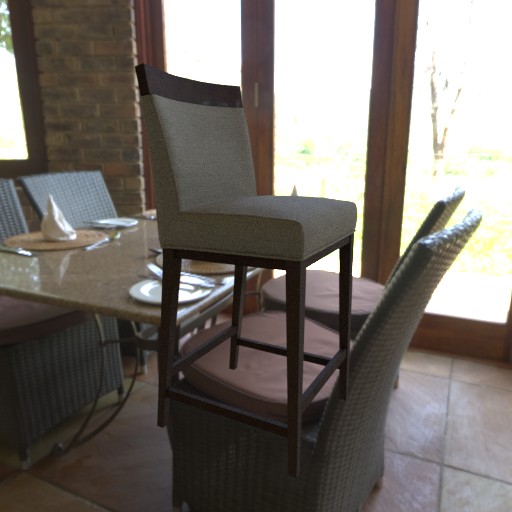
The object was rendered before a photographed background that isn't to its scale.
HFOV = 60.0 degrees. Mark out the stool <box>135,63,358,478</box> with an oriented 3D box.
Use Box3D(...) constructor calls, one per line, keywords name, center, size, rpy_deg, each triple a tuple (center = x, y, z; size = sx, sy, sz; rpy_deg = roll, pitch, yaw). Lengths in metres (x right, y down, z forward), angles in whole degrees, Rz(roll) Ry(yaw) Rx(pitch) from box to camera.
Box3D(name="stool", center=(0.000, 0.000, 1.432), size=(0.531, 1.117, 0.511), rpy_deg=(7, 15, 28))
